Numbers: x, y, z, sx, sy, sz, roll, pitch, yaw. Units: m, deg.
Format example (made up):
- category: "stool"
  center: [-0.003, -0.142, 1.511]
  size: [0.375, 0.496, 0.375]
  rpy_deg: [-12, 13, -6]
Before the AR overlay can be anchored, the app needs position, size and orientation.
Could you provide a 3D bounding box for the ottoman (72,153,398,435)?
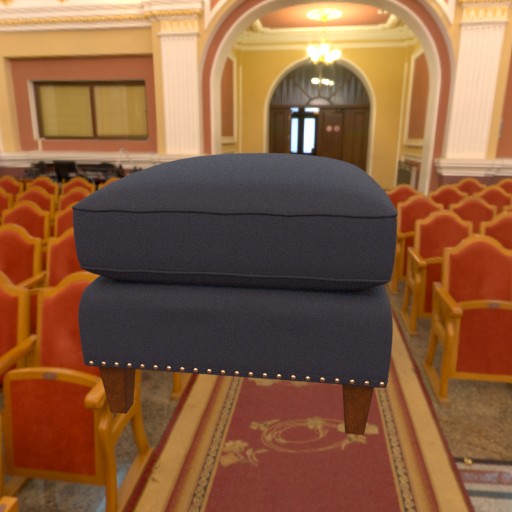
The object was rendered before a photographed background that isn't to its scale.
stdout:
- category: "ottoman"
  center: [0.000, 0.000, 1.136]
  size: [0.584, 0.513, 0.741]
  rpy_deg: [2, 15, 8]
